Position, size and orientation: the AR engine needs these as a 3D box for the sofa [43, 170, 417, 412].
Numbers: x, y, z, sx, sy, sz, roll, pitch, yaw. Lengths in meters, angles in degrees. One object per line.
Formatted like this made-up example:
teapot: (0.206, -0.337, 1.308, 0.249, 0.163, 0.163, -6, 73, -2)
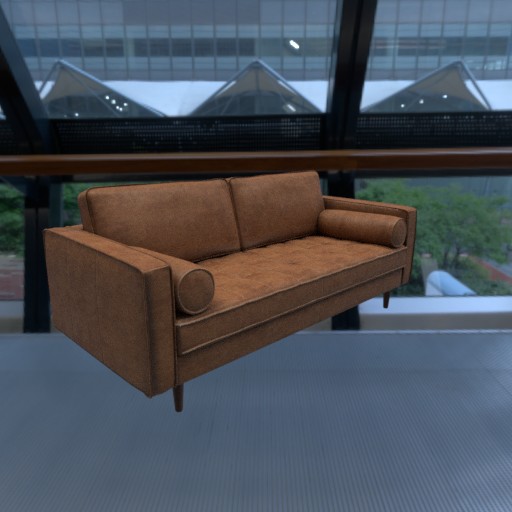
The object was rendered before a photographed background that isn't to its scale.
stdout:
sofa: (0.000, 0.000, 2.416, 1.920, 0.825, 0.924, -14, 20, -43)
